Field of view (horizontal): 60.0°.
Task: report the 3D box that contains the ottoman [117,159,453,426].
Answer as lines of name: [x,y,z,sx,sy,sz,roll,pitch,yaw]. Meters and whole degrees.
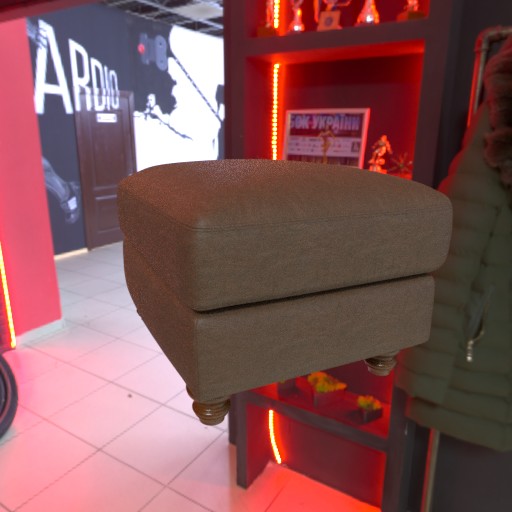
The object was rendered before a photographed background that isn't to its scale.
ottoman: [0.000,0.000,1.210,0.635,0.508,0.787,-7,17,-25]
